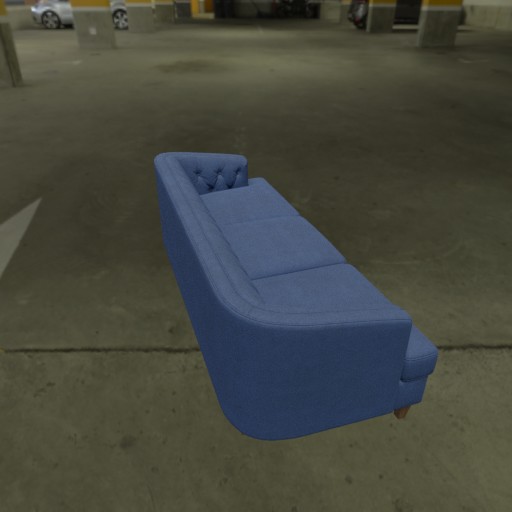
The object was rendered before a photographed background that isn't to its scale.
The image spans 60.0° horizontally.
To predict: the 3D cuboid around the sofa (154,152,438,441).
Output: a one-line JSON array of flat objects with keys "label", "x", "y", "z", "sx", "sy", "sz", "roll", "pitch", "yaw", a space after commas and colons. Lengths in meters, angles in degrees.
[{"label": "sofa", "x": 0.000, "y": 0.000, "z": 2.696, "sx": 0.914, "sy": 0.787, "sz": 2.235, "roll": -10, "pitch": 32, "yaw": -16}]
